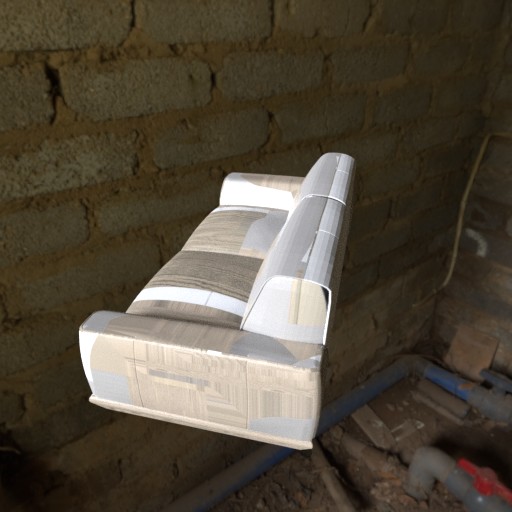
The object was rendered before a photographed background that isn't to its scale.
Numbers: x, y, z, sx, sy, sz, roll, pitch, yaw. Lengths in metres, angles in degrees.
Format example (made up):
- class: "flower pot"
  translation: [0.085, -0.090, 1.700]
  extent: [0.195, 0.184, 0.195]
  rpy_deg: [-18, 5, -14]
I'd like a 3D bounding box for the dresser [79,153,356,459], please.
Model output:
- class: "dresser"
  translation: [0.000, 0.000, 5.771]
  extent: [2.251, 1.863, 4.679]
  rpy_deg: [7, 29, 12]
